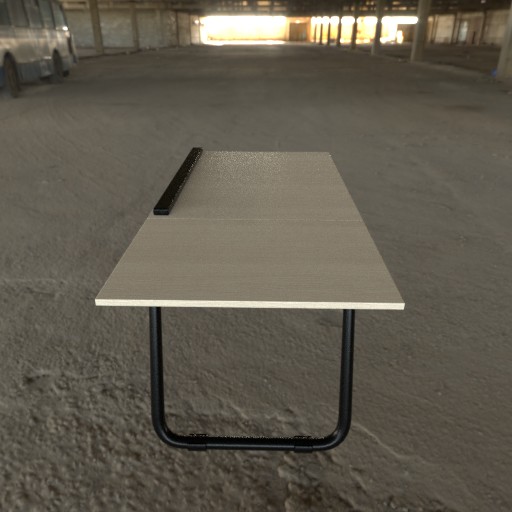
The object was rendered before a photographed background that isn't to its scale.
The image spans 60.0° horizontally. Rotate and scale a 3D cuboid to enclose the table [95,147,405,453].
[{"bbox_3d":[0.000,0.000,0.794,0.322,0.242,0.644,1,27,1],"label":"table"}]
